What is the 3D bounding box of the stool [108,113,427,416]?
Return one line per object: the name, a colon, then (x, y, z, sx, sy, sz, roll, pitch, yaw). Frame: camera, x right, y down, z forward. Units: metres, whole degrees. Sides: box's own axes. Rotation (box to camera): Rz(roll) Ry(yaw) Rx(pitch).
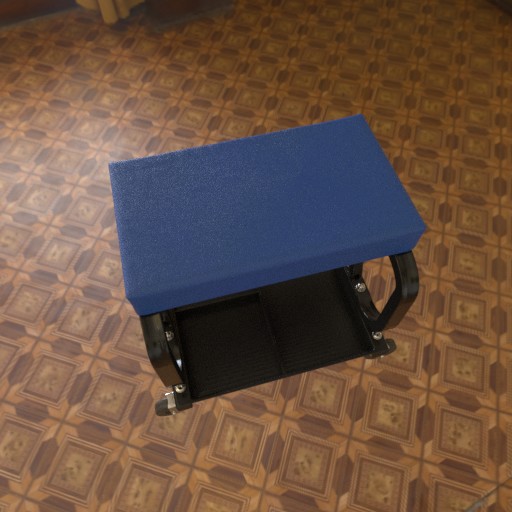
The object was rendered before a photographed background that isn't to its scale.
stool: (0.000, 0.000, 0.737, 0.446, 0.380, 0.371, -13, 60, -8)
